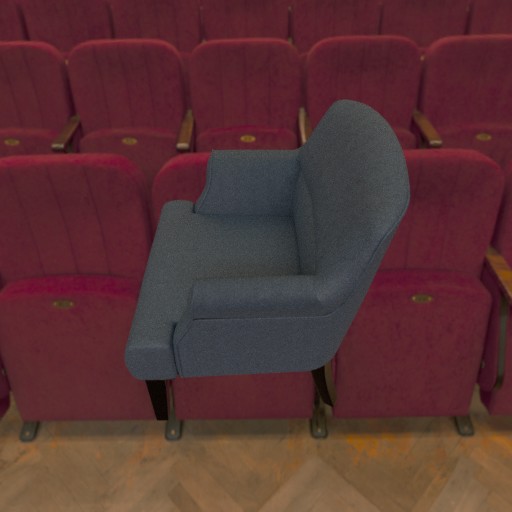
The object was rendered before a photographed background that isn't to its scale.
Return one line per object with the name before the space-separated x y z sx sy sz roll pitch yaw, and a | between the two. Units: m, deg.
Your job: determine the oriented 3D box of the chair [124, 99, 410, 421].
chair | 0.000 0.000 1.460 0.754 0.878 0.770 0 41 0
